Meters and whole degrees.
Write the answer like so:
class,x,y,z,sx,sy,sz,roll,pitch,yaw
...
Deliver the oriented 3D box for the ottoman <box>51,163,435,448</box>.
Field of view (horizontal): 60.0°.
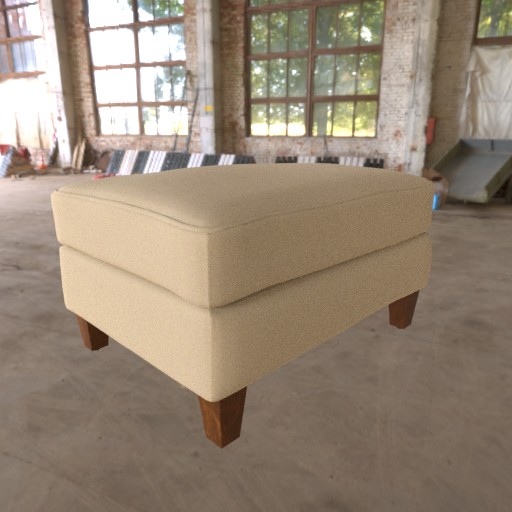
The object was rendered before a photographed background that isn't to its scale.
class,x,y,z,sx,sy,sz,roll,pitch,yaw
ottoman,0.000,0.000,1.182,0.634,0.485,0.818,16,23,42
